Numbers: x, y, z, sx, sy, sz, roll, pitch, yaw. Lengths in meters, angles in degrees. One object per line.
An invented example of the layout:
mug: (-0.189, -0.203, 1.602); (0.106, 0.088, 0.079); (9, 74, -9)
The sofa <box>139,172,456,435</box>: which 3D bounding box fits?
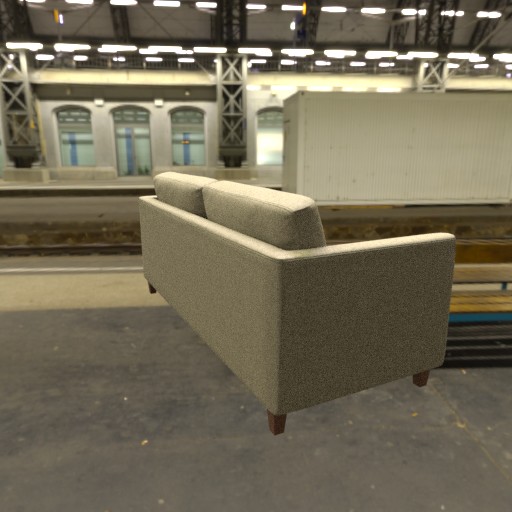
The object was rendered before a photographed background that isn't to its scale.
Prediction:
sofa: (0.000, 0.000, 2.757); (0.956, 0.960, 2.208); (-7, 16, -26)
